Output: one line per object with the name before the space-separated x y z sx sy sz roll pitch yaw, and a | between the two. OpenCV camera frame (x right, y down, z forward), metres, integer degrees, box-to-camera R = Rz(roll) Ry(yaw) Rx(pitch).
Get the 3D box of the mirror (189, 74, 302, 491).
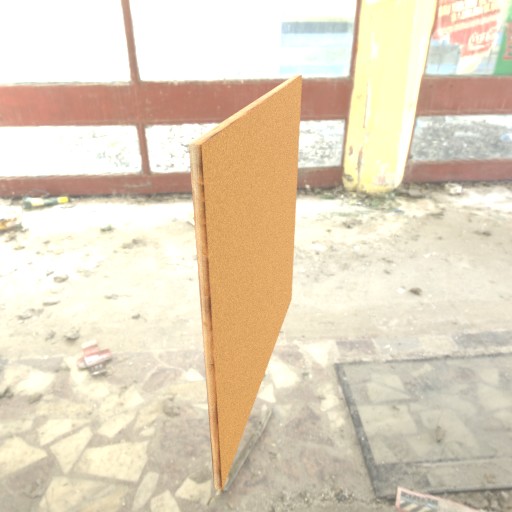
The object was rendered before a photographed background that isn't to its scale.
mirror | 0.000 0.000 1.175 0.061 0.804 0.804 8 30 13
